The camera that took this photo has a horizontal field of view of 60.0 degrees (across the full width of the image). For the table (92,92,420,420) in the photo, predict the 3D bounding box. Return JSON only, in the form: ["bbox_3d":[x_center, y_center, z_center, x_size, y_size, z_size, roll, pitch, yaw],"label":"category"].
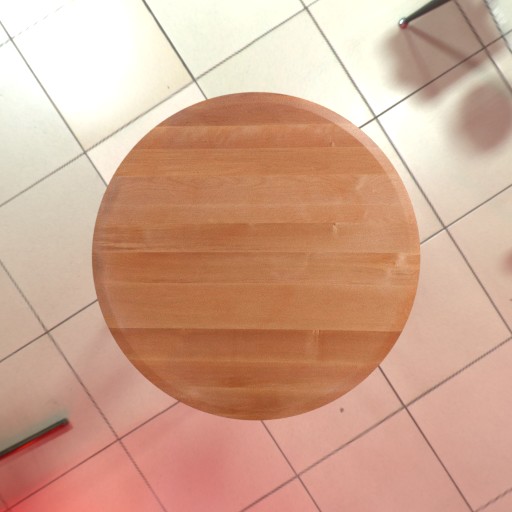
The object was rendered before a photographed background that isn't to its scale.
[{"bbox_3d":[0.000,0.000,1.407,0.900,0.400,0.900,0,91,-1],"label":"table"}]
